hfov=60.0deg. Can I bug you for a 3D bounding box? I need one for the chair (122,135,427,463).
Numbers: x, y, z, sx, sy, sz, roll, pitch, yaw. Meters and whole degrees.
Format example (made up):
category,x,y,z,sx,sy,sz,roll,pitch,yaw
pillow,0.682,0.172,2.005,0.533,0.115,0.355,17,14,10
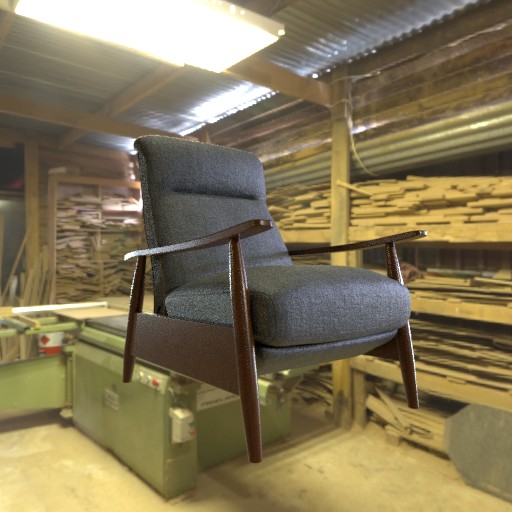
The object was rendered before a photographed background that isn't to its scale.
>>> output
category,x,y,z,sx,sy,sz,roll,pitch,yaw
chair,0.000,0.000,1.754,0.762,1.082,1.030,0,-1,-37
